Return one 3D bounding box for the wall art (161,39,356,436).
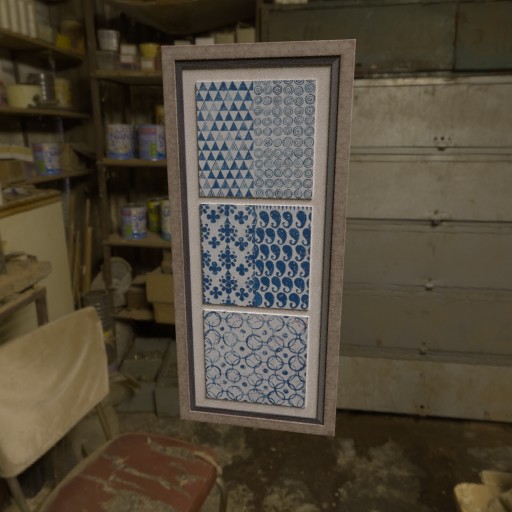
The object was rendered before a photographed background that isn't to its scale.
[{"bbox_3d":[0.000,0.000,1.668,0.648,1.461,0.051,3,15,10],"label":"wall art"}]
